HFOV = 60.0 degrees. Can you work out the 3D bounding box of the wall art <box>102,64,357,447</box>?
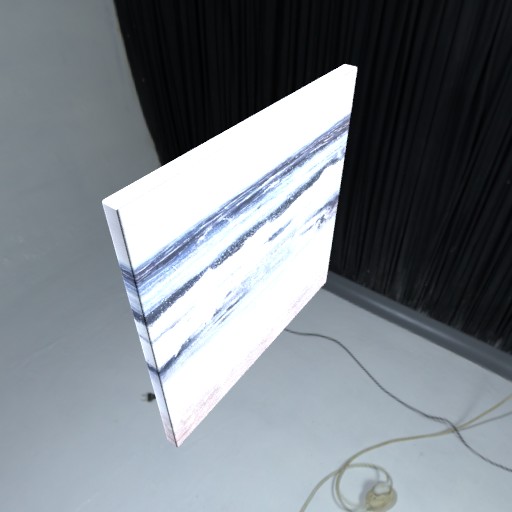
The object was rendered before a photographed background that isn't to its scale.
[{"bbox_3d":[0.000,0.000,1.129,0.065,0.747,0.755,26,48,27],"label":"wall art"}]
